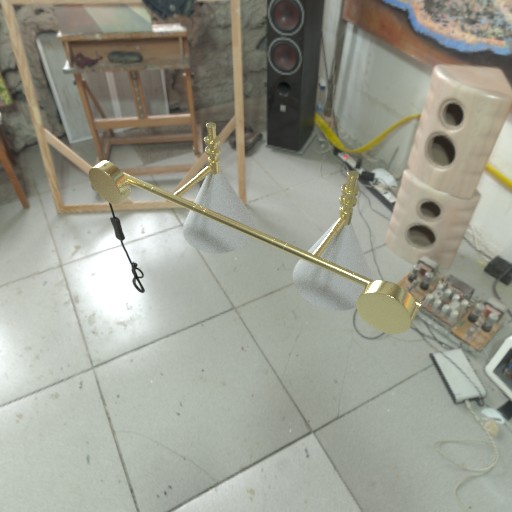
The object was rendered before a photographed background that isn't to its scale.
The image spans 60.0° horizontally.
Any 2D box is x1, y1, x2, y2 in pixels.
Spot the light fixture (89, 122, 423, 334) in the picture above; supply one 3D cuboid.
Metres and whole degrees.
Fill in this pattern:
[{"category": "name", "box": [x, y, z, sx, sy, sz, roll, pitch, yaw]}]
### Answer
[{"category": "light fixture", "box": [0.000, 0.000, 0.888, 0.642, 0.468, 0.239, 25, 51, 22]}]
